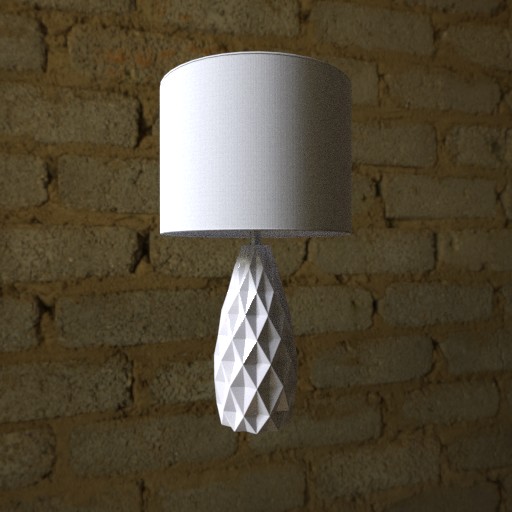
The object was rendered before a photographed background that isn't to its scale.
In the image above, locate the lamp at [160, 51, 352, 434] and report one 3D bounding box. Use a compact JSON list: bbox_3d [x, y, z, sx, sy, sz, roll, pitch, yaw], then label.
[{"bbox_3d":[0.000,0.000,0.704,0.297,0.522,0.297,0,0,0],"label":"lamp"}]
